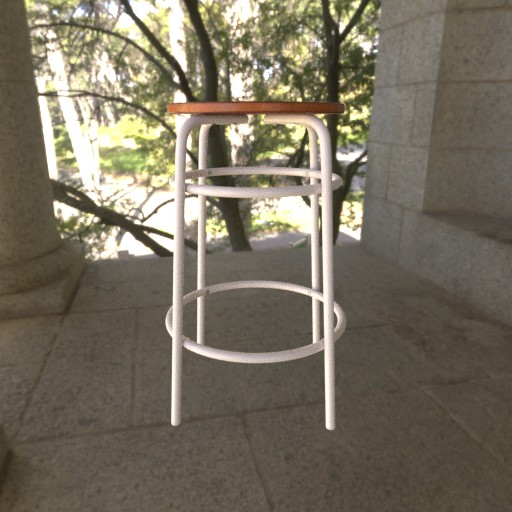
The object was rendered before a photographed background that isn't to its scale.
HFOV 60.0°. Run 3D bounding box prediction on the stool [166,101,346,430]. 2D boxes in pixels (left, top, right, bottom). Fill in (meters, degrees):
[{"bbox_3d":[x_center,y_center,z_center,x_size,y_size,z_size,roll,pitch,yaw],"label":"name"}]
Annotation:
[{"bbox_3d":[0.000,0.000,0.941,0.455,0.610,0.455,-15,23,-40],"label":"stool"}]
